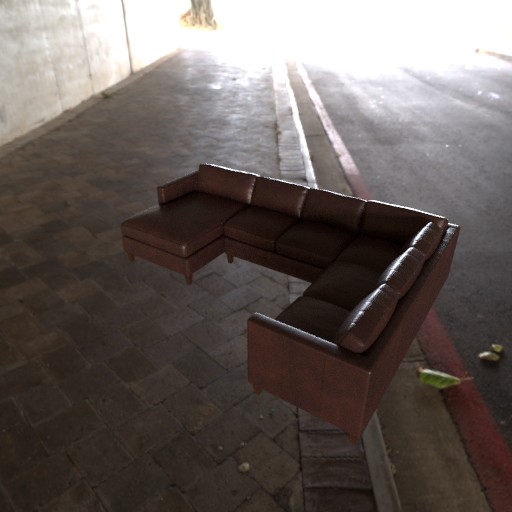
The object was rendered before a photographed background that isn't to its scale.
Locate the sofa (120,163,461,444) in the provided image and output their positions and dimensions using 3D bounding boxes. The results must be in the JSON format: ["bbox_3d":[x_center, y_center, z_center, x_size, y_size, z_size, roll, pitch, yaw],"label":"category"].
[{"bbox_3d":[0.000,0.000,4.514,3.324,0.891,2.452,18,35,29],"label":"sofa"}]
